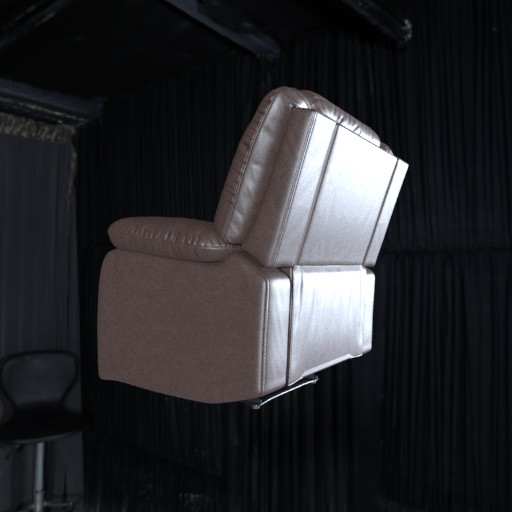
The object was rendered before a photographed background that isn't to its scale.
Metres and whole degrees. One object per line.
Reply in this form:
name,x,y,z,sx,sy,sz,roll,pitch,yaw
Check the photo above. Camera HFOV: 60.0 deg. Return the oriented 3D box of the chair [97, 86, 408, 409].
chair,0.000,0.000,1.705,0.934,1.009,0.899,-1,-1,36
